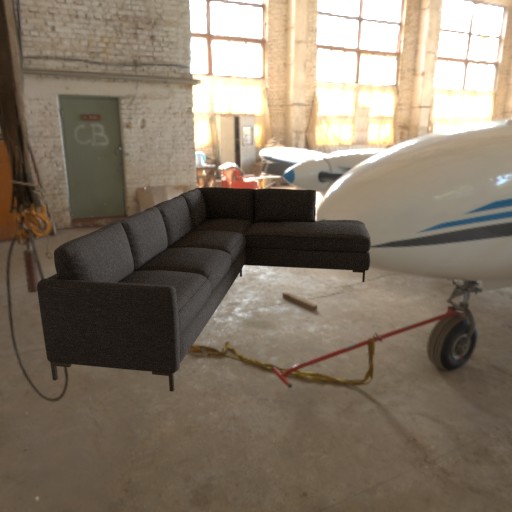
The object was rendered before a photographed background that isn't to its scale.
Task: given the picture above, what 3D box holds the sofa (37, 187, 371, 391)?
[{"bbox_3d":[0.000,0.000,3.722,2.007,0.815,2.949,3,16,9],"label":"sofa"}]
